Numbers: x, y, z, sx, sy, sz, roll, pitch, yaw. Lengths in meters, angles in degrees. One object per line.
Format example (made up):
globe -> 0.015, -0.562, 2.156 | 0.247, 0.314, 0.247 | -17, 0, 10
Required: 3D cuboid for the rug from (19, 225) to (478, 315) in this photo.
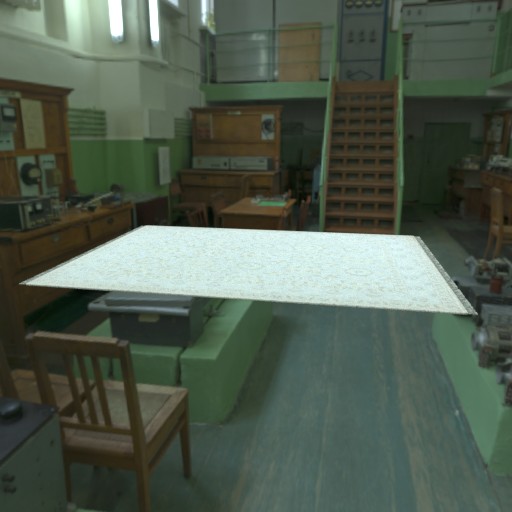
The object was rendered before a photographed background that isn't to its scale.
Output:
rug -> 0.000, 0.000, 2.829 | 2.233, 0.011, 1.514 | 3, 16, 10
